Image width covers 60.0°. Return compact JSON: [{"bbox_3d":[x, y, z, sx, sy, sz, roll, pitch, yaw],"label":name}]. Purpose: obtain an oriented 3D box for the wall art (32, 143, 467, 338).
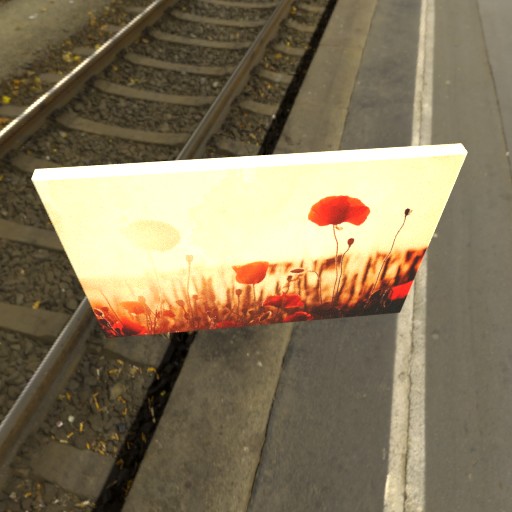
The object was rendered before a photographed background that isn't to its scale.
[{"bbox_3d":[0.000,0.000,1.161,0.918,0.602,0.038,-4,48,-4],"label":"wall art"}]
